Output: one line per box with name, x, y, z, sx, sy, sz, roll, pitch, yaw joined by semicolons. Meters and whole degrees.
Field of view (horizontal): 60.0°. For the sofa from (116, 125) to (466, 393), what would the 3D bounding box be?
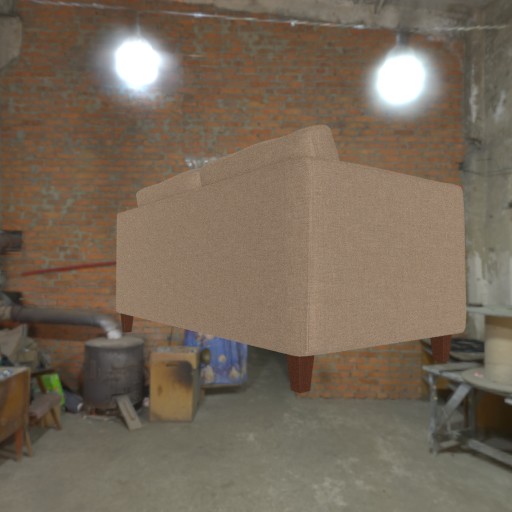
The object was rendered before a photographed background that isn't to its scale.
sofa;0.000;0.000;2.398;0.951;0.947;1.884;1;-2;-35
